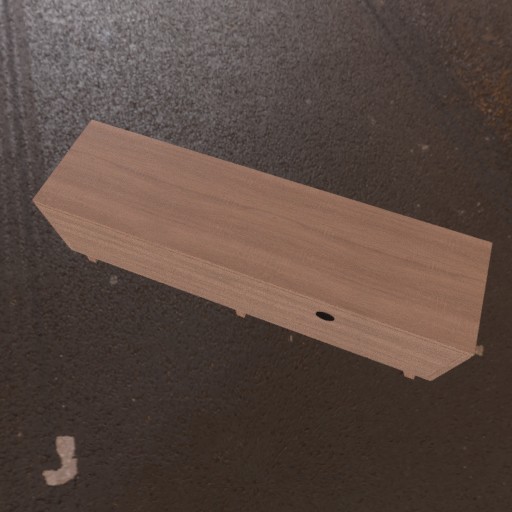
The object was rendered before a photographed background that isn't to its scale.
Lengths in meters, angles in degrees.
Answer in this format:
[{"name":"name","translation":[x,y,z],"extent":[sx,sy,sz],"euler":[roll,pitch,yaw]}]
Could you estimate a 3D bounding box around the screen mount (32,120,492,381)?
[{"name":"screen mount","translation":[0.000,0.000,1.710],"extent":[1.500,0.509,0.401],"euler":[19,64,9]}]
